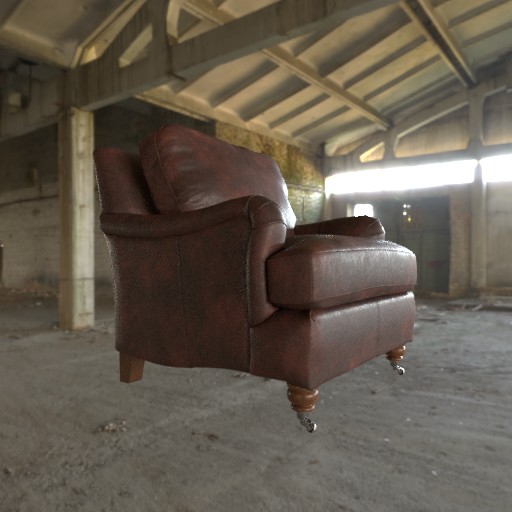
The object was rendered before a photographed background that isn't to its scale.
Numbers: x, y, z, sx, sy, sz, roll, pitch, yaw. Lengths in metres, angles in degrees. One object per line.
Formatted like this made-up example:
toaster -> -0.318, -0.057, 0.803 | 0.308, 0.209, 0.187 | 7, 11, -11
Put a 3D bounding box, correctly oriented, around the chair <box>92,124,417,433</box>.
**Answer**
chair -> 0.000, 0.000, 1.943 | 1.156, 1.051, 0.987 | 0, 0, 37
